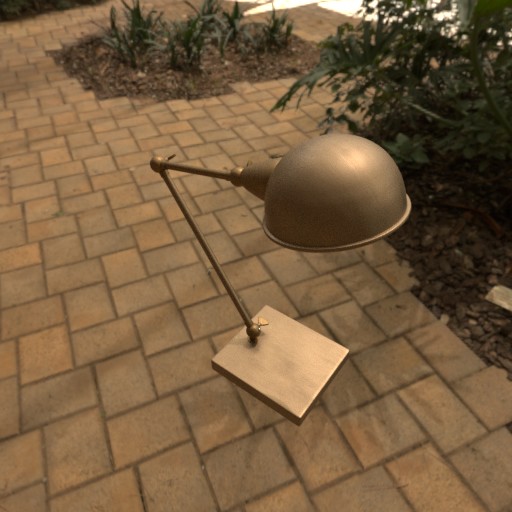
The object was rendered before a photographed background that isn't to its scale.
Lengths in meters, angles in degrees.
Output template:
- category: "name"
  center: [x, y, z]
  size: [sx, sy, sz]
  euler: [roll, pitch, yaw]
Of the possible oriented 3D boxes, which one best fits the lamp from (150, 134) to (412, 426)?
- category: "lamp"
  center: [0.000, 0.000, 0.563]
  size: [0.339, 0.371, 0.149]
  euler: [26, 47, 27]
